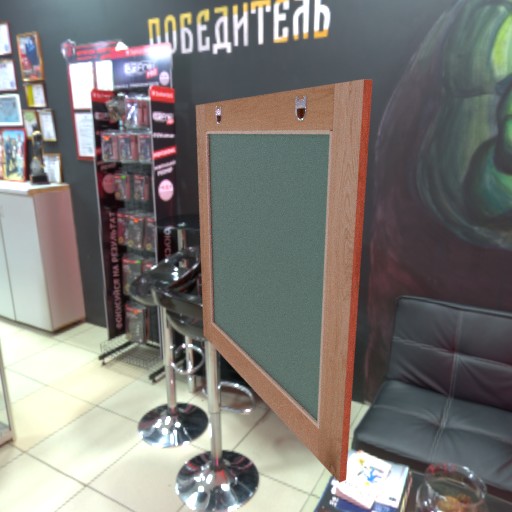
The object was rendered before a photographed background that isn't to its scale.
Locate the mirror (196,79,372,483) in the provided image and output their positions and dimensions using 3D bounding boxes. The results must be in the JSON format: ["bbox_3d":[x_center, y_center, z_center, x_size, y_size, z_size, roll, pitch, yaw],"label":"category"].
[{"bbox_3d":[0.000,0.000,1.179,0.020,0.800,0.800,-8,17,-26],"label":"mirror"}]
